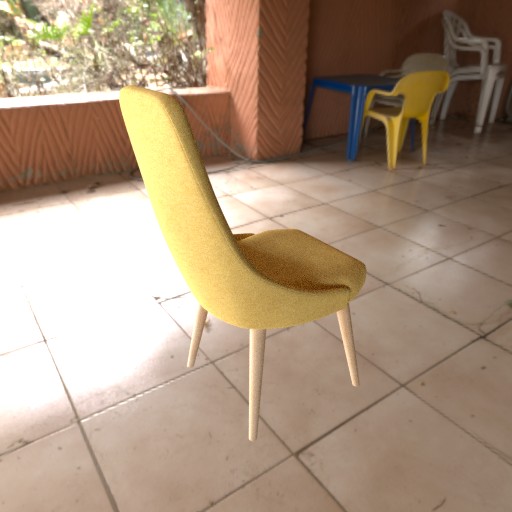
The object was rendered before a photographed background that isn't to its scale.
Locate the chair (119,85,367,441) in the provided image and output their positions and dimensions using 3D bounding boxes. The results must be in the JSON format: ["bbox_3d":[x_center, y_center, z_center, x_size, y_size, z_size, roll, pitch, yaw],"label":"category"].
[{"bbox_3d":[0.000,0.000,1.401,0.660,1.040,0.510,-18,33,-31],"label":"chair"}]
